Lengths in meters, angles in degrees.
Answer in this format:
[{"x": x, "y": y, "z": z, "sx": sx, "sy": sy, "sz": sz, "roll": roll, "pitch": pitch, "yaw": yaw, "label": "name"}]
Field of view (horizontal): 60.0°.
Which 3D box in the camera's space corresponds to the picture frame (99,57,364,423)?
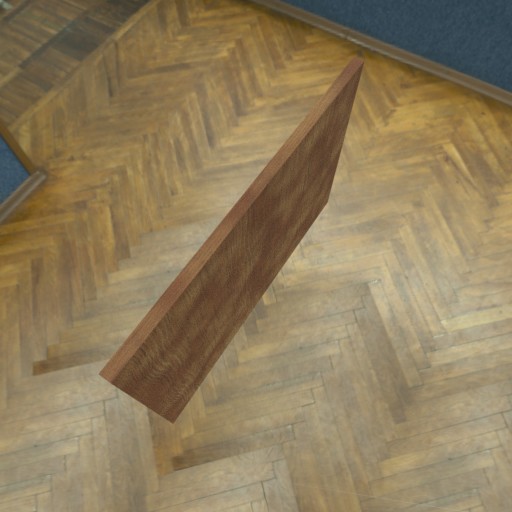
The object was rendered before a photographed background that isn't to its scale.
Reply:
[{"x": 0.000, "y": 0.000, "z": 1.229, "sx": 0.029, "sy": 0.640, "sz": 0.950, "roll": 30, "pitch": 67, "yaw": 14, "label": "picture frame"}]
